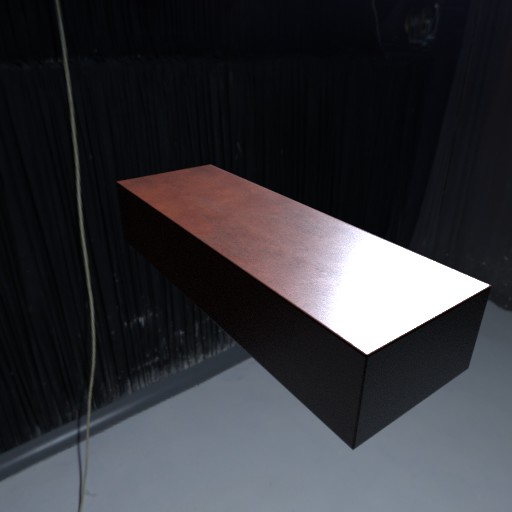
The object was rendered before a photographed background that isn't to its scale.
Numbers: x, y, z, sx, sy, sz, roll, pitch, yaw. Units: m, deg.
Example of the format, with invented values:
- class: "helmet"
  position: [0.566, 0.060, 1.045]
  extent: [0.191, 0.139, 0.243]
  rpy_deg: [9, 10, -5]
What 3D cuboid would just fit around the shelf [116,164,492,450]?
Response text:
- class: "shelf"
  position: [0.000, 0.000, 0.513]
  extent: [0.152, 0.088, 0.457]
  rpy_deg: [-18, 32, -31]
